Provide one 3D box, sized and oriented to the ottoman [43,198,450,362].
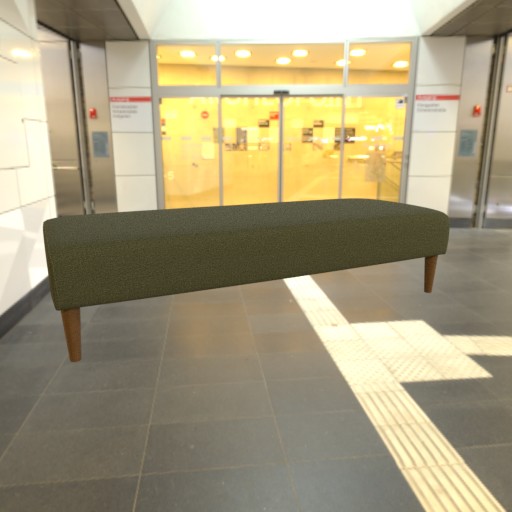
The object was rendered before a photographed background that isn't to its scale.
[{"bbox_3d":[0.000,0.000,1.888,1.609,0.393,0.646,-7,15,-26],"label":"ottoman"}]
